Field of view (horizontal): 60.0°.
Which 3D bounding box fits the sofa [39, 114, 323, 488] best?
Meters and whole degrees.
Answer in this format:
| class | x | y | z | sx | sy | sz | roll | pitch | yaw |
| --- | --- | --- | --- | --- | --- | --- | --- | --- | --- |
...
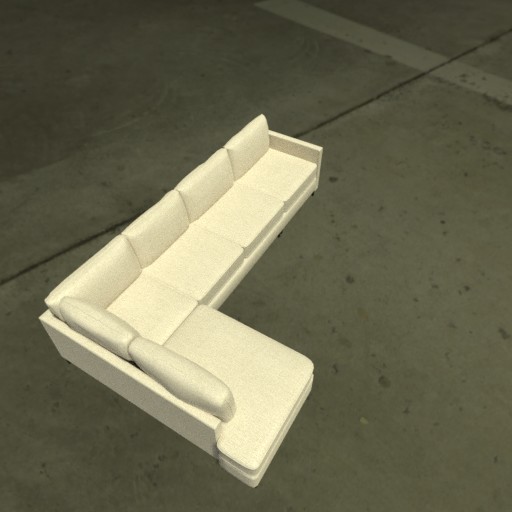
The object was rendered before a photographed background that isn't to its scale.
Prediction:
| class | x | y | z | sx | sy | sz | roll | pitch | yaw |
| --- | --- | --- | --- | --- | --- | --- | --- | --- | --- |
| sofa | 0.000 | 0.000 | 4.278 | 2.048 | 0.996 | 3.384 | 24 | 52 | 21 |
